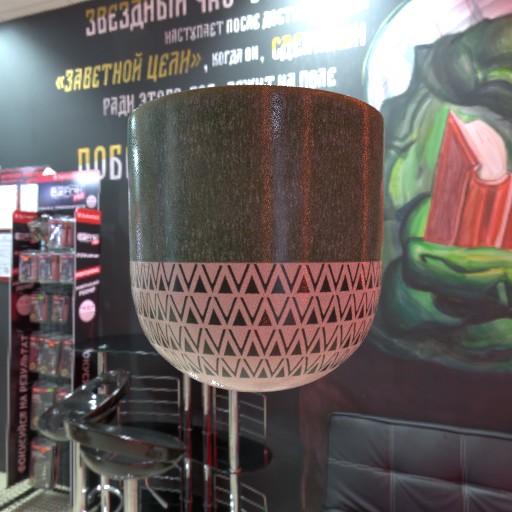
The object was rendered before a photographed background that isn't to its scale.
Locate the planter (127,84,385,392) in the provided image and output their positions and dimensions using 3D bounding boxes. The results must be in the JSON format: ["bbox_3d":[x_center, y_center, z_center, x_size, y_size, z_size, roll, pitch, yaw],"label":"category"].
[{"bbox_3d":[0.000,0.000,0.478,0.266,0.270,0.266,0,0,0],"label":"planter"}]
